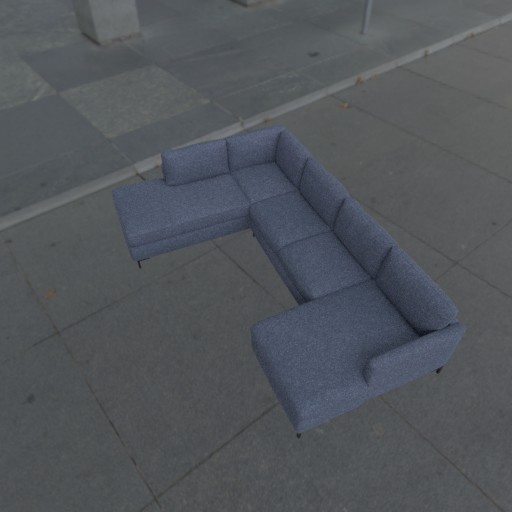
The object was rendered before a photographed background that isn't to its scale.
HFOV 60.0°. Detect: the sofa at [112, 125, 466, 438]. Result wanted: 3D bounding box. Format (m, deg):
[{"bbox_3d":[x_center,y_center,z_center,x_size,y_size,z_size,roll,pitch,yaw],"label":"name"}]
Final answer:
[{"bbox_3d":[0.000,0.000,3.913,2.007,0.813,2.956,-18,48,-16],"label":"sofa"}]
